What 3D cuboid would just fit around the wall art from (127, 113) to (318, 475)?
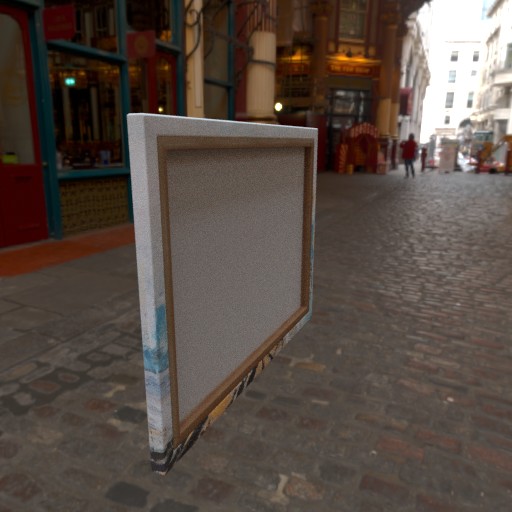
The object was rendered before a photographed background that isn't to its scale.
[{"bbox_3d":[0.000,0.000,1.331,0.038,0.762,1.016,7,16,25],"label":"wall art"}]
